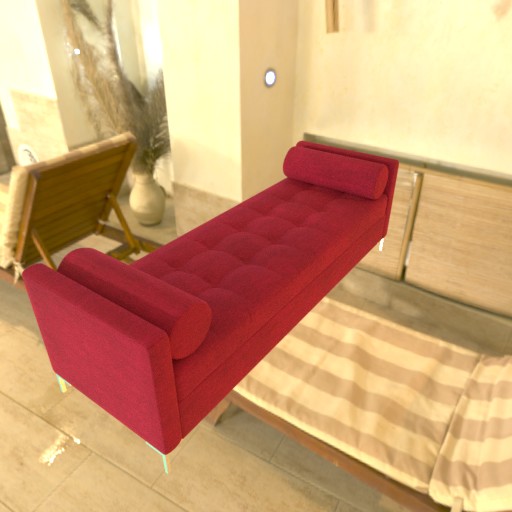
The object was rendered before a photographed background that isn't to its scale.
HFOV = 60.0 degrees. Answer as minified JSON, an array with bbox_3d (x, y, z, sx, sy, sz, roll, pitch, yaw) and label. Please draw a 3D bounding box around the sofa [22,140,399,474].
[{"bbox_3d":[0.000,0.000,2.271,0.686,0.635,1.981,21,37,30],"label":"sofa"}]
